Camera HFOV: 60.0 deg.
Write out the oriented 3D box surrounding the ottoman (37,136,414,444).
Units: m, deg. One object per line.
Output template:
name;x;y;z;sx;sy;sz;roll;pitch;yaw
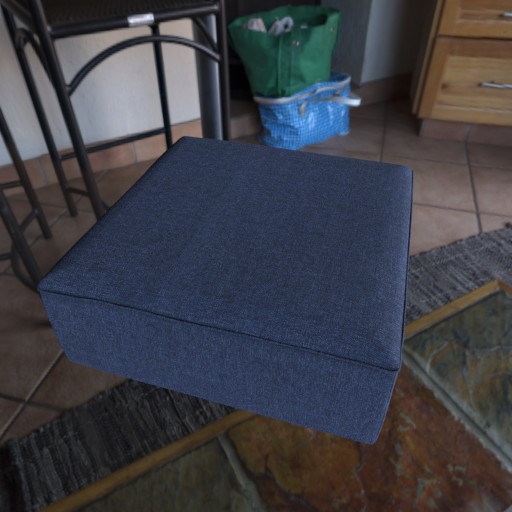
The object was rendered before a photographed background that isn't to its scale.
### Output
ottoman;0.000;0.000;1.599;1.017;0.423;1.023;11;41;13
